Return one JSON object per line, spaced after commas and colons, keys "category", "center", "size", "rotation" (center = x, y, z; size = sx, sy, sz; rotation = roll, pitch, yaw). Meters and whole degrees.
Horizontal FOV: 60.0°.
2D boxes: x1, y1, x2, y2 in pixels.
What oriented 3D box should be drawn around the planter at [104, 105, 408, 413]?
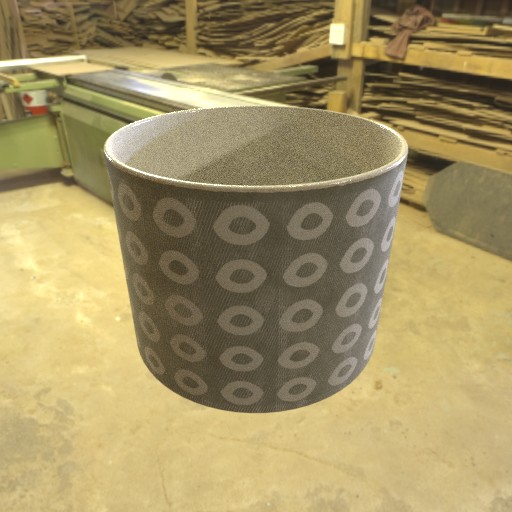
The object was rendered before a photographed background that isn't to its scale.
{"category": "planter", "center": [0.000, 0.000, 0.438], "size": [0.250, 0.239, 0.250], "rotation": [0, 30, 0]}
